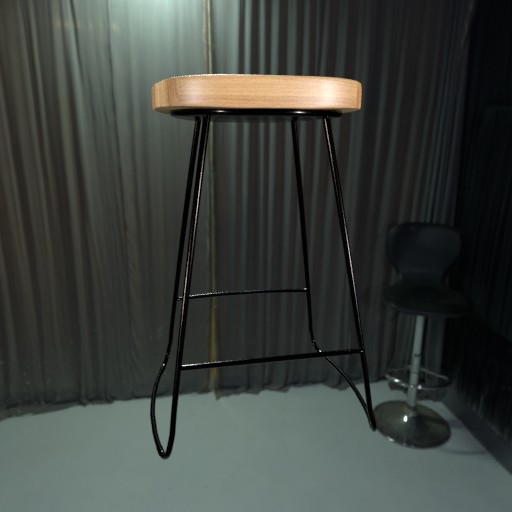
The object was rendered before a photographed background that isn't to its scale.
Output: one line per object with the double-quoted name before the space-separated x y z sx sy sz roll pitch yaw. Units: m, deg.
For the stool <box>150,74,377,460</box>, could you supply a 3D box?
"stool" 0.000 0.000 0.945 0.480 0.679 0.401 -3 16 -11
